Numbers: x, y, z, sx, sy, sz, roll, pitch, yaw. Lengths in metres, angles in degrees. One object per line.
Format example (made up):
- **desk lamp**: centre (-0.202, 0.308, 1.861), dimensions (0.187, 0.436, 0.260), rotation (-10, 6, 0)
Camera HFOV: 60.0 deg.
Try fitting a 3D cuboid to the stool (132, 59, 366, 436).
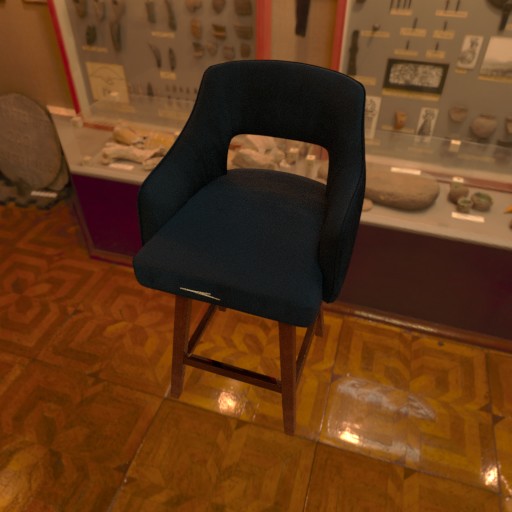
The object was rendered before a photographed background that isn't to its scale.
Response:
- **stool**: centre (0.000, 0.000, 1.297), dimensions (0.550, 0.940, 0.560), rotation (13, 42, 14)
